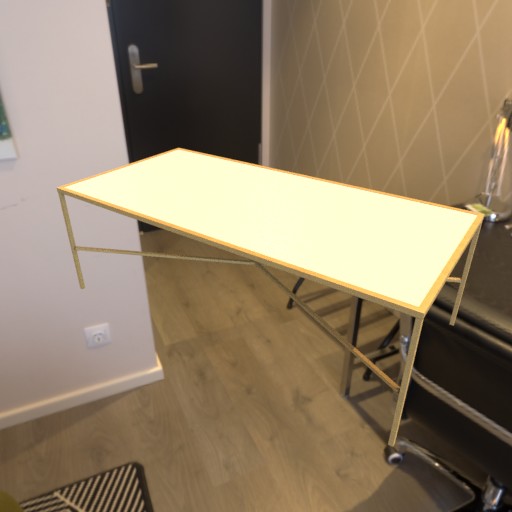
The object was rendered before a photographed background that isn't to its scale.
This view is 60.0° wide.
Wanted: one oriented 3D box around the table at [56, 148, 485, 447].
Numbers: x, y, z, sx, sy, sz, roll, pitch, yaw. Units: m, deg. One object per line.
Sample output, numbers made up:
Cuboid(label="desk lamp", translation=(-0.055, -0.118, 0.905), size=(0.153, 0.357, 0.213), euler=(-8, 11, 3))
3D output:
Cuboid(label="table", translation=(0.000, 0.000, 1.471), size=(1.206, 0.398, 0.580), euler=(19, 34, 30))
